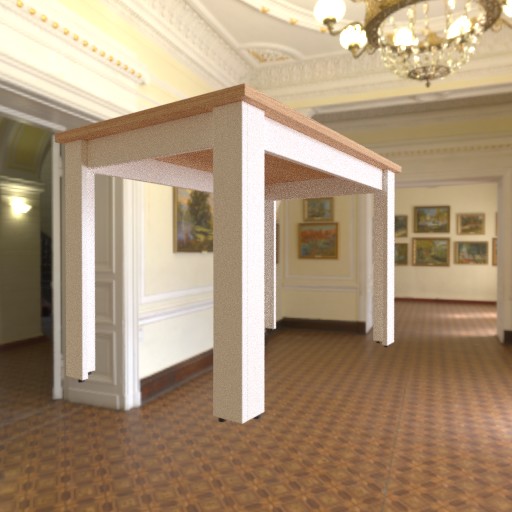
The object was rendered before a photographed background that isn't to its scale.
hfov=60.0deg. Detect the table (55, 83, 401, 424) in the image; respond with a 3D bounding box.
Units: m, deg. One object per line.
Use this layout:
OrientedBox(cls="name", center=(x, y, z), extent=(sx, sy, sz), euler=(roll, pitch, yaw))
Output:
OrientedBox(cls="table", center=(0.000, 0.000, 1.578), extent=(0.700, 0.734, 1.100), euler=(0, 1, 35))
